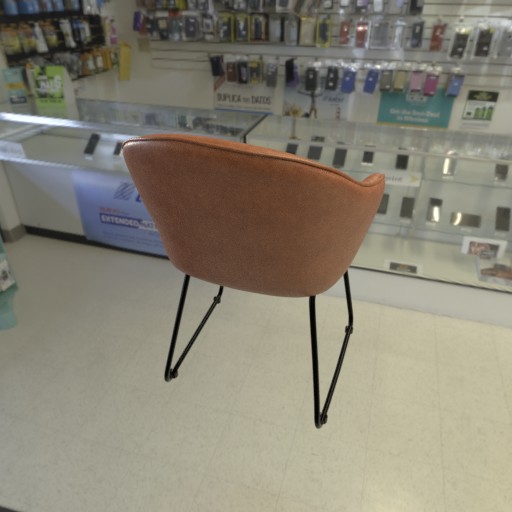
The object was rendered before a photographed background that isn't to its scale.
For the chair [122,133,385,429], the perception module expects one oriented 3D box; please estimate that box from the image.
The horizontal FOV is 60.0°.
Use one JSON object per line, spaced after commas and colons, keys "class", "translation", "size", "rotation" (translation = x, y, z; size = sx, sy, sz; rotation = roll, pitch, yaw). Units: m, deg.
{"class": "chair", "translation": [0.000, 0.000, 1.161], "size": [0.582, 0.785, 0.580], "rotation": [11, 33, 16]}
